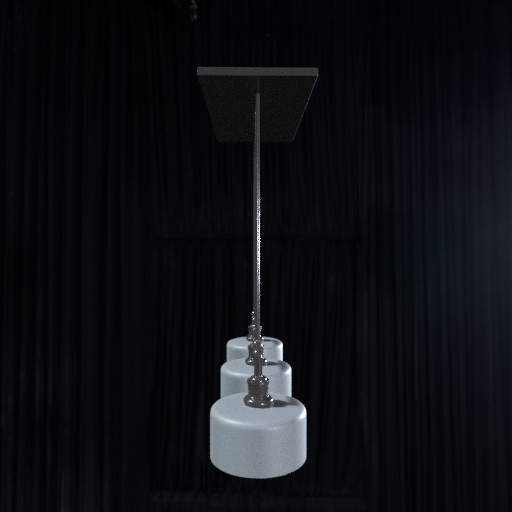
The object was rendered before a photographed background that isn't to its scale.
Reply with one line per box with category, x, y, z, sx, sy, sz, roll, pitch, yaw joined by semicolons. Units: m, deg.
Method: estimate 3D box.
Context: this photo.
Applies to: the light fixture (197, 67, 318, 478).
light fixture;0.000;0.000;0.849;0.177;0.557;0.582;0;1;-1
